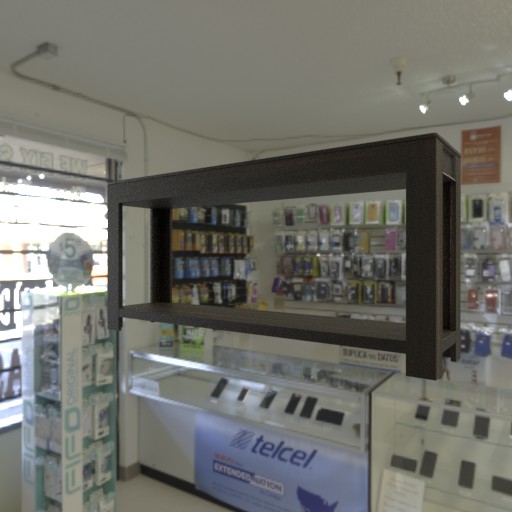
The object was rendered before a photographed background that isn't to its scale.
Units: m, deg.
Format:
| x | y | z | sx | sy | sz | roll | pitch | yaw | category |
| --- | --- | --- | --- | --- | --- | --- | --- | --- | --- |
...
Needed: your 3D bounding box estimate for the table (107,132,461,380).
| x | y | z | sx | sy | sz | roll | pitch | yaw | category |
| --- | --- | --- | --- | --- | --- | --- | --- | --- | --- |
| 0.000 | 0.000 | 1.984 | 1.631 | 0.762 | 0.384 | 0 | 0 | 35 | table |
